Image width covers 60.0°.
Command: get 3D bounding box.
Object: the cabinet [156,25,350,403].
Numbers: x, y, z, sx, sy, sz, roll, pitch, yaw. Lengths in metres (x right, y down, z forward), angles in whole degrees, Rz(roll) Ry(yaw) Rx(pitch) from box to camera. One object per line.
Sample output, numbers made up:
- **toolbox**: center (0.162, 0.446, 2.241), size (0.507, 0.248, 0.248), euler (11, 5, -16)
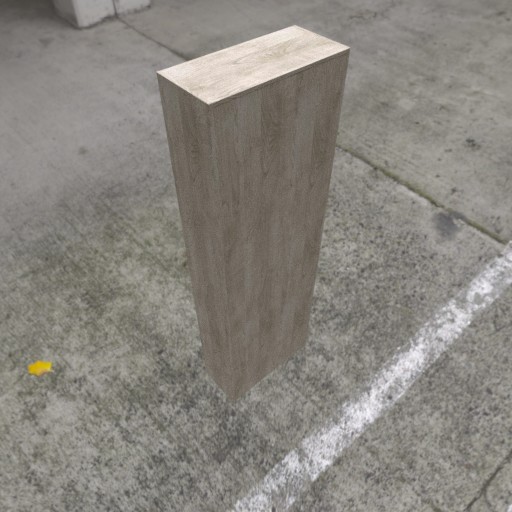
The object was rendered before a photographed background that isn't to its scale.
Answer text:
- **cabinet**: center (0.000, 0.000, 1.846), size (0.520, 1.630, 0.250), euler (-32, 55, -27)
